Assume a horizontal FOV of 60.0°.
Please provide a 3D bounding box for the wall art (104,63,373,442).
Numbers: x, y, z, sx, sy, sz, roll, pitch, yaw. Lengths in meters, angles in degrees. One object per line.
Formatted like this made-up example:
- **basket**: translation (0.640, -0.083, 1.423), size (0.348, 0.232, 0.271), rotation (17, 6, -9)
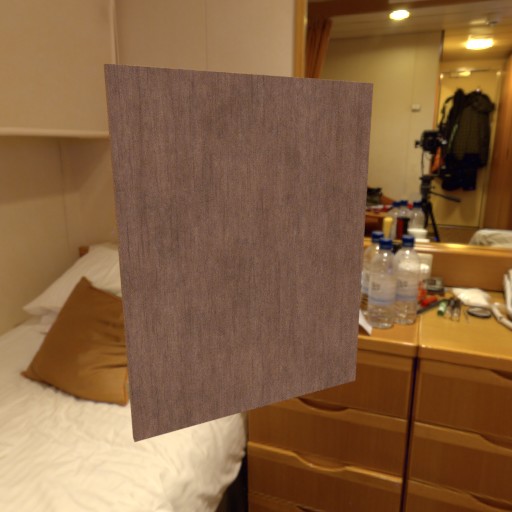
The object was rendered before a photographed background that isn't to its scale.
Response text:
- **wall art**: translation (0.000, 0.000, 0.899), size (0.534, 0.686, 0.018), rotation (-7, 16, -25)
